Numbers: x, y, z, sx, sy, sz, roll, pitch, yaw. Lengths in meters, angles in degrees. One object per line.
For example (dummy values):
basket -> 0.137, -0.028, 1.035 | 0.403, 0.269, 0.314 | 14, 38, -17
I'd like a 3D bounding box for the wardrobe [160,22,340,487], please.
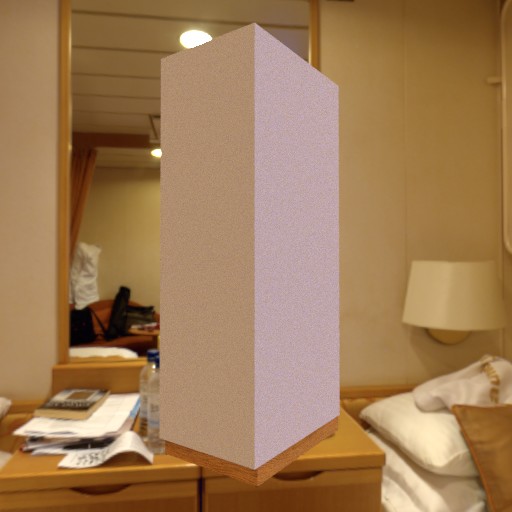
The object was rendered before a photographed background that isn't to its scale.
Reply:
wardrobe -> 0.000, 0.000, 2.461 | 0.600, 2.040, 0.860 | -1, -1, 36
